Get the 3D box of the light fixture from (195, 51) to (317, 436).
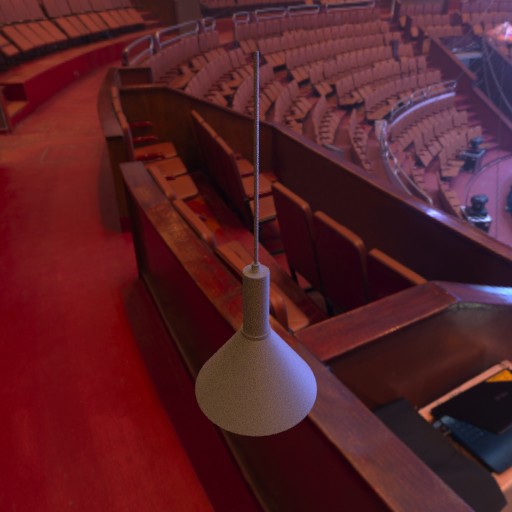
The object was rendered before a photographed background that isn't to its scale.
[{"bbox_3d":[0.000,0.000,0.809,0.267,0.683,0.267,-21,37,-31],"label":"light fixture"}]
